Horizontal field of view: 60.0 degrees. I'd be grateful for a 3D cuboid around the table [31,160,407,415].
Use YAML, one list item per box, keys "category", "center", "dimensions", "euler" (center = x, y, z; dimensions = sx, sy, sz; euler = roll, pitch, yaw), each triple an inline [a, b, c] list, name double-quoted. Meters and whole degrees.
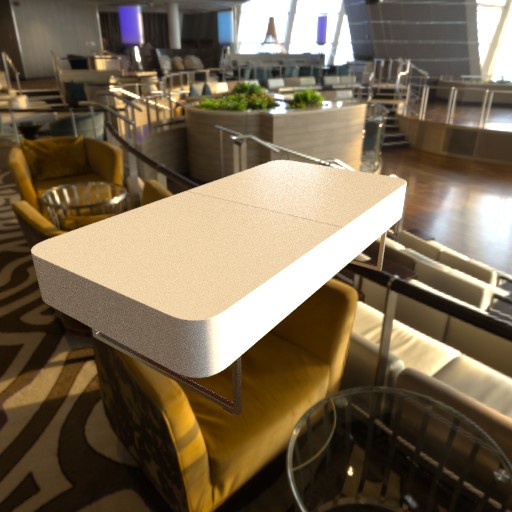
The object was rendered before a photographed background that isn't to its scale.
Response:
- category: "table"
  center: [0.000, 0.000, 1.468]
  dimensions: [0.600, 0.340, 1.200]
  euler: [17, 30, 31]
